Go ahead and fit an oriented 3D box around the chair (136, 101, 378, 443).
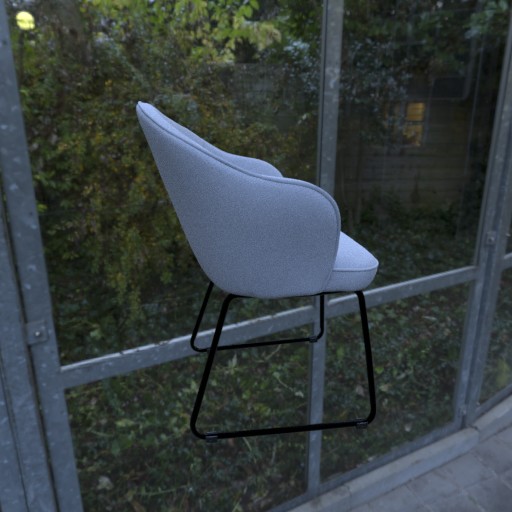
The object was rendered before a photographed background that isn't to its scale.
[{"bbox_3d":[0.000,0.000,1.245,0.592,0.817,0.570,-3,17,-9],"label":"chair"}]
